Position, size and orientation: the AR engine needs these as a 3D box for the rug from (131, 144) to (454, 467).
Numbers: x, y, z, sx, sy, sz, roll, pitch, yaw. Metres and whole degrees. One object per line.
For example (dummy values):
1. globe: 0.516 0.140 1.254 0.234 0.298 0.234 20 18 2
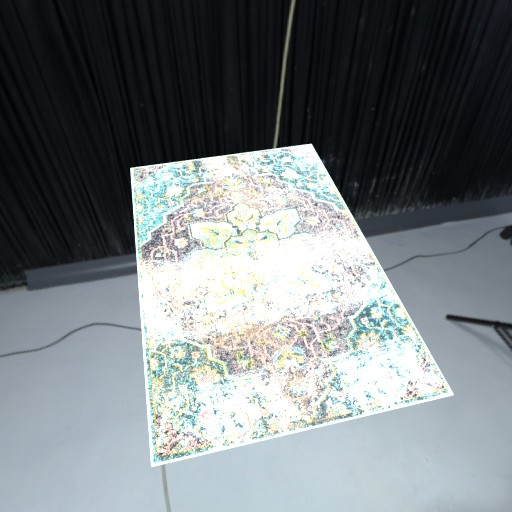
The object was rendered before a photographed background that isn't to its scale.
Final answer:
1. rug: 0.000 0.000 2.911 1.566 0.004 2.363 -9 48 -8
